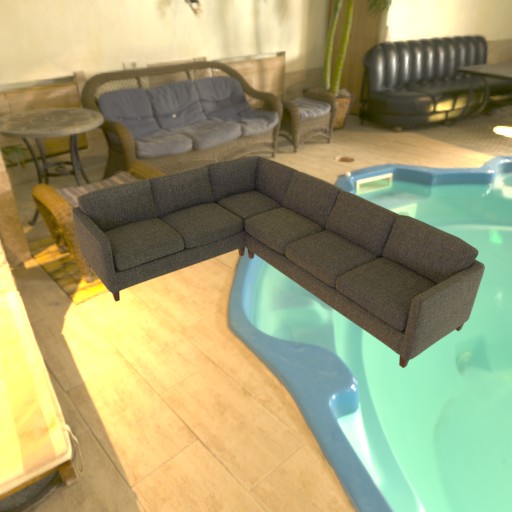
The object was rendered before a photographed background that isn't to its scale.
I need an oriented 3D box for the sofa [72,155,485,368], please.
[{"bbox_3d":[0.000,0.000,4.402,2.593,0.947,3.302,-20,36,-30],"label":"sofa"}]
